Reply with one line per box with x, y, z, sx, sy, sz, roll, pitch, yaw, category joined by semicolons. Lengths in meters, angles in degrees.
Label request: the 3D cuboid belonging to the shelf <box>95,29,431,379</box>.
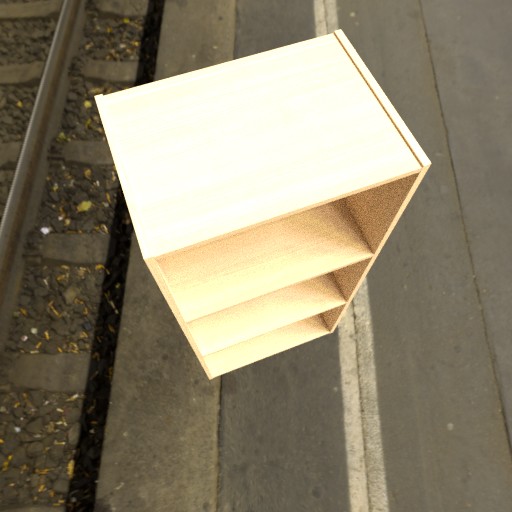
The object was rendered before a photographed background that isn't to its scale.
0.000;0.000;1.044;0.417;0.876;0.292;-19;66;-9;shelf
